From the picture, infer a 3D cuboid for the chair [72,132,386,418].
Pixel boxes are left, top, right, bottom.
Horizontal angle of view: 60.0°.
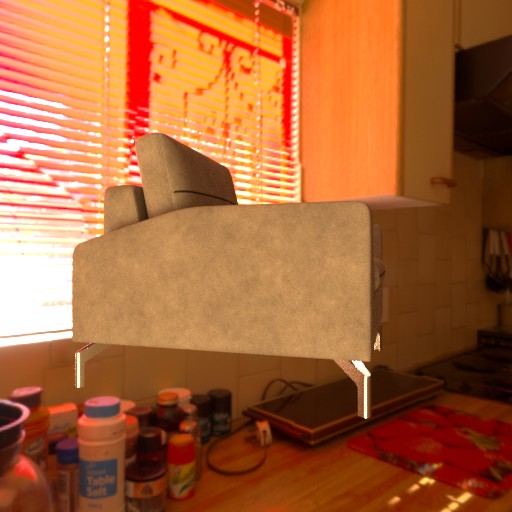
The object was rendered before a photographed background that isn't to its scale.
[{"bbox_3d":[0.000,0.000,1.625,0.900,0.800,0.900,0,0,18],"label":"chair"}]
